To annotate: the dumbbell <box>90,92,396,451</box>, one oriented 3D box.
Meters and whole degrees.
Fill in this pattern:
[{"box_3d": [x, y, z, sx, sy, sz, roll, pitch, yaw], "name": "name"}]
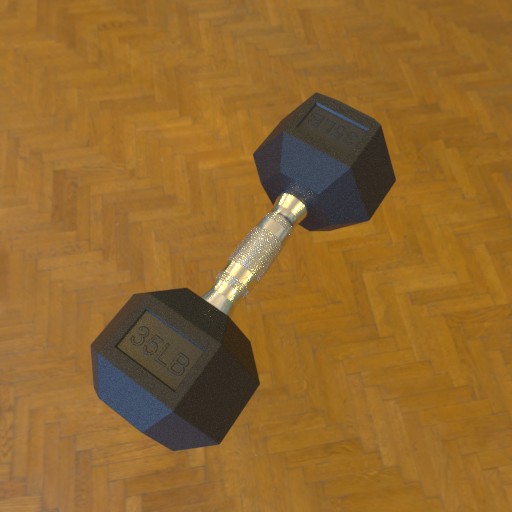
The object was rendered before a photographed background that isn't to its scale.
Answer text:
[{"box_3d": [0.000, 0.000, 0.424, 0.141, 0.123, 0.356, 32, 70, 13], "name": "dumbbell"}]
